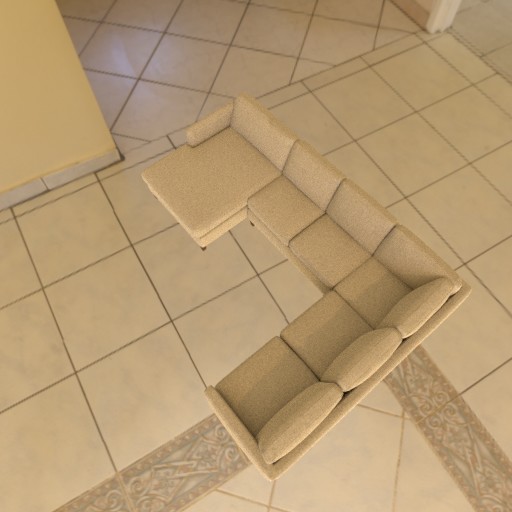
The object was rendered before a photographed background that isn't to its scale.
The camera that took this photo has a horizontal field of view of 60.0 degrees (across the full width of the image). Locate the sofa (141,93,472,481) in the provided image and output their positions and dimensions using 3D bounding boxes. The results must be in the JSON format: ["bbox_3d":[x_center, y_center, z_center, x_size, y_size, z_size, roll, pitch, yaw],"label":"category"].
[{"bbox_3d":[0.000,0.000,4.669,2.593,0.959,3.460,-37,68,-17],"label":"sofa"}]
